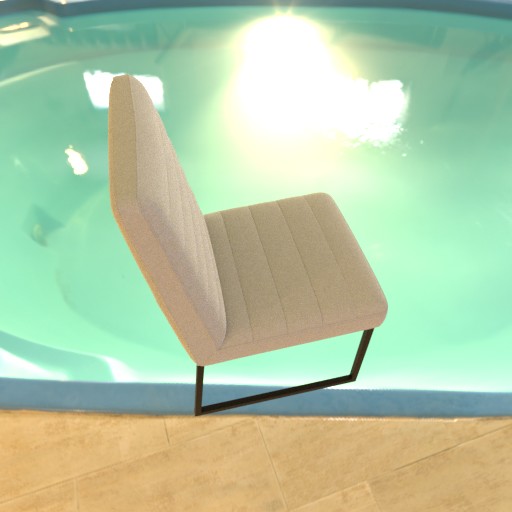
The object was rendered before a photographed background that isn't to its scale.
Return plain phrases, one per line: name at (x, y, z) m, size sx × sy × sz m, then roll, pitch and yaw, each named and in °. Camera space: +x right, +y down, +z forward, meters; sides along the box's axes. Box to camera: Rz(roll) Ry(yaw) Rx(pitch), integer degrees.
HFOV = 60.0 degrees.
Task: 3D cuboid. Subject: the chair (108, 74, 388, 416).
chair at (0.000, 0.000, 1.290) m, size 0.634 × 0.930 × 0.520 m, roll -10°, pitch 48°, yaw -9°
